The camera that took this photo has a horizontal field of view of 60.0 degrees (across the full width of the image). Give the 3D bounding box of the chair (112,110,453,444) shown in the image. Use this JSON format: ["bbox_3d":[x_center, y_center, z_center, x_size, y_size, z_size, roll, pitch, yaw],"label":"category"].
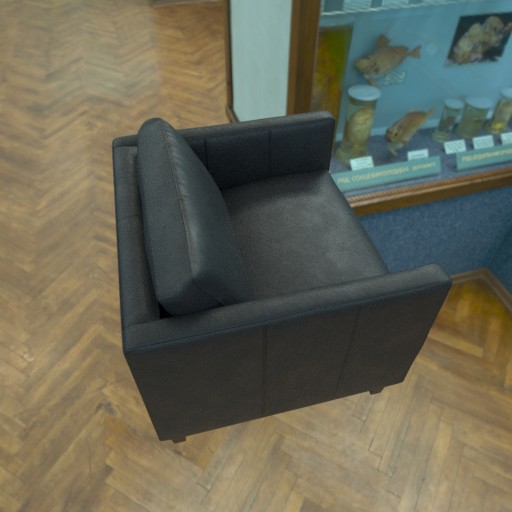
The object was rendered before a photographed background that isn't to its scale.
[{"bbox_3d":[0.000,0.000,1.571,0.862,0.811,0.939,-10,48,-10],"label":"chair"}]
